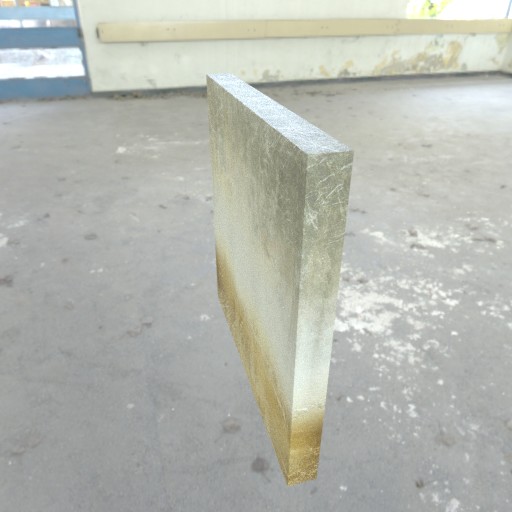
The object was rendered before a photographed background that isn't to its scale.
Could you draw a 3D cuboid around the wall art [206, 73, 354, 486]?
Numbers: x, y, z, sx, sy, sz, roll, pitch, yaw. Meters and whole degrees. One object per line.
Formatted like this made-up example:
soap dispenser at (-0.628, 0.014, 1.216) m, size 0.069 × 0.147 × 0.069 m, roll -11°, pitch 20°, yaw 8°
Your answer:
wall art at (0.000, 0.000, 0.601) m, size 0.038 × 0.407 × 0.405 m, roll -8°, pitch 31°, yaw -14°
